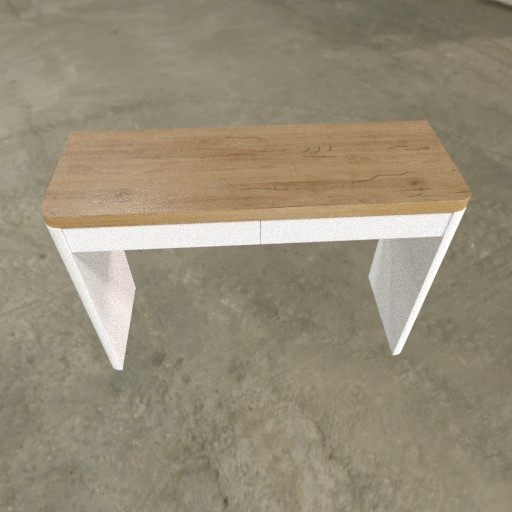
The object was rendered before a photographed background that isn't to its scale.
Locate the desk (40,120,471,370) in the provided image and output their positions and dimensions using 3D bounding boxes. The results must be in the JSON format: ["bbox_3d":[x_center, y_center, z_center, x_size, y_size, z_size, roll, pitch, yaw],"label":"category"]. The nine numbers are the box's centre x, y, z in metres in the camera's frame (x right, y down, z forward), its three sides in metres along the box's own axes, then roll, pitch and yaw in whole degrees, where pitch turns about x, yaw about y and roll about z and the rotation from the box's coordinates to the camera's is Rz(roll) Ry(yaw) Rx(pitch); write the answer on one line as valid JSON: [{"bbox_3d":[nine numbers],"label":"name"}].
[{"bbox_3d":[0.000,0.000,1.513,1.100,0.760,0.390,-3,47,-2],"label":"desk"}]
